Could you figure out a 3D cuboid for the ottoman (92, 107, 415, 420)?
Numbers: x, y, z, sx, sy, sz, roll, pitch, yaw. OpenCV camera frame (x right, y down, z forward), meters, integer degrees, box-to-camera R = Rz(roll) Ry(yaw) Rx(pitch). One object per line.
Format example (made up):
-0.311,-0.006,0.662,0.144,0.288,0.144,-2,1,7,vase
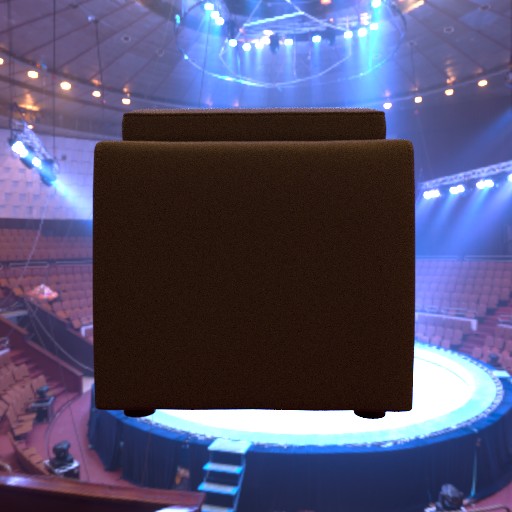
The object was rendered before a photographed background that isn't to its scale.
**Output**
0.000,0.000,0.817,0.450,0.460,0.451,0,0,1,ottoman
